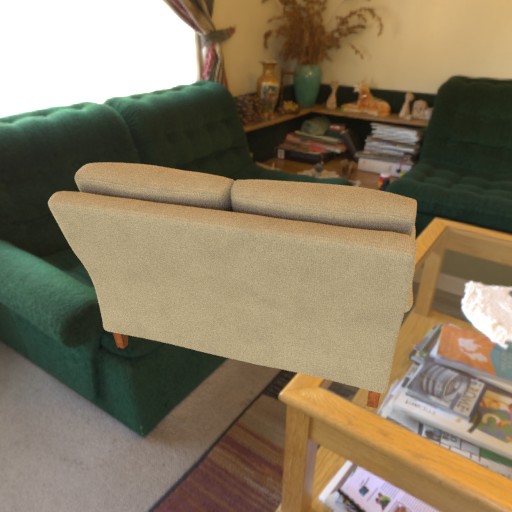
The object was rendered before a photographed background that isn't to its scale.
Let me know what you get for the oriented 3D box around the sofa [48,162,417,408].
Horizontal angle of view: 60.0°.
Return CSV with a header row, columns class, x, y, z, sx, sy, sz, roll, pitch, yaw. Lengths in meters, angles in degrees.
class,x,y,z,sx,sy,sz,roll,pitch,yaw
sofa,0.000,0.000,2.218,1.480,0.999,1.087,9,30,16
